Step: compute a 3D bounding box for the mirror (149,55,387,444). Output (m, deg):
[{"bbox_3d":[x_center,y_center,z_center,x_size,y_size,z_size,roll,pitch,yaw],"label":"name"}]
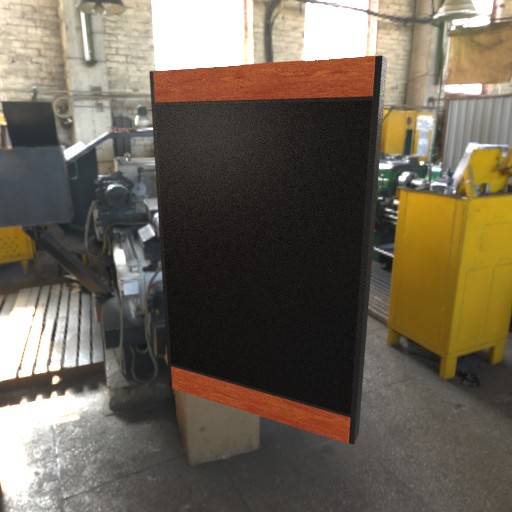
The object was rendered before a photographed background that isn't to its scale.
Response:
[{"bbox_3d":[0.000,0.000,1.033,0.525,0.823,0.047,8,18,26],"label":"mirror"}]
